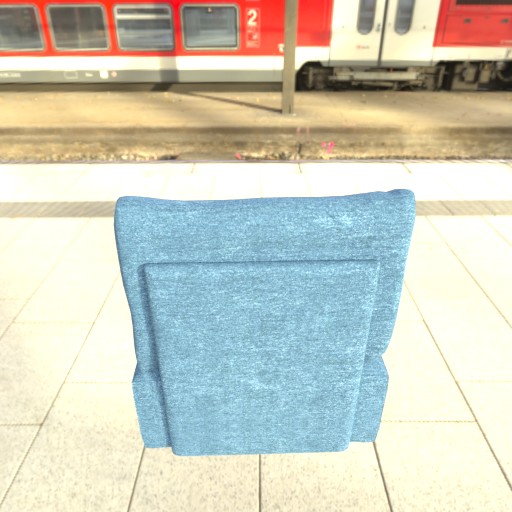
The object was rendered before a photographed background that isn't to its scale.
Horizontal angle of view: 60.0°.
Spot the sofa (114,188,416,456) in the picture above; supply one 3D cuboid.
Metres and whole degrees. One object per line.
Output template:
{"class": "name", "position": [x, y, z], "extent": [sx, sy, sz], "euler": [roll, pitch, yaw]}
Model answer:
{"class": "sofa", "position": [0.000, 0.000, 1.530], "extent": [0.700, 0.820, 1.000], "euler": [-1, 30, -2]}
